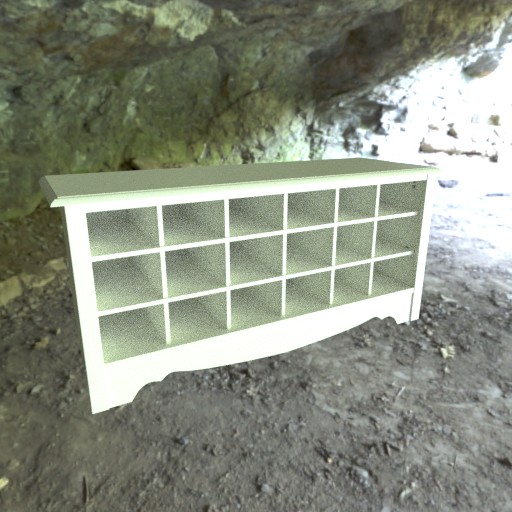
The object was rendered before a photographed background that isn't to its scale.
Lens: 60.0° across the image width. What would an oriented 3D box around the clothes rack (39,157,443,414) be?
[{"bbox_3d":[0.000,0.000,1.474,1.218,0.558,0.405,-9,20,-27],"label":"clothes rack"}]
